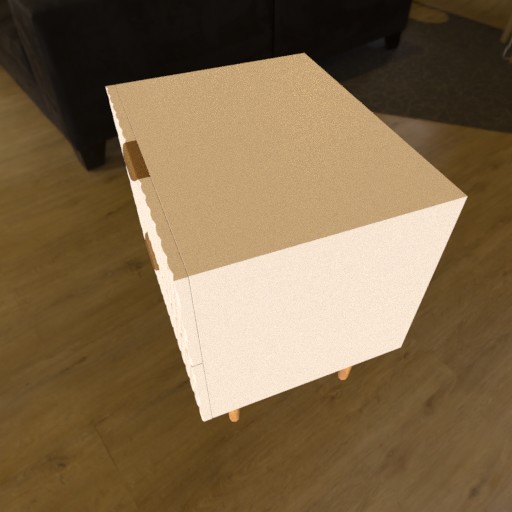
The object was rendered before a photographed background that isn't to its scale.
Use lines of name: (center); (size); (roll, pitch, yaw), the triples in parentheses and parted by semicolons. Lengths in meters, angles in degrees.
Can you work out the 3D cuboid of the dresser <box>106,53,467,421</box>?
dresser: (0.000, 0.000, 0.910); (0.414, 0.568, 0.503); (-16, 49, -15)
